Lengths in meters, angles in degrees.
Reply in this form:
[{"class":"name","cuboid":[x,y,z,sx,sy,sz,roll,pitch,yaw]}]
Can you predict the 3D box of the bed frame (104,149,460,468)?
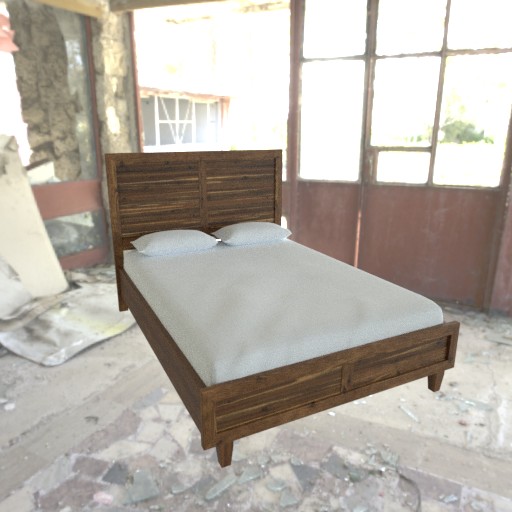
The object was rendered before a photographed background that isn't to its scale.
[{"class":"bed frame","cuboid":[0.000,0.000,3.292,1.696,1.417,2.276,-8,18,-26]}]
